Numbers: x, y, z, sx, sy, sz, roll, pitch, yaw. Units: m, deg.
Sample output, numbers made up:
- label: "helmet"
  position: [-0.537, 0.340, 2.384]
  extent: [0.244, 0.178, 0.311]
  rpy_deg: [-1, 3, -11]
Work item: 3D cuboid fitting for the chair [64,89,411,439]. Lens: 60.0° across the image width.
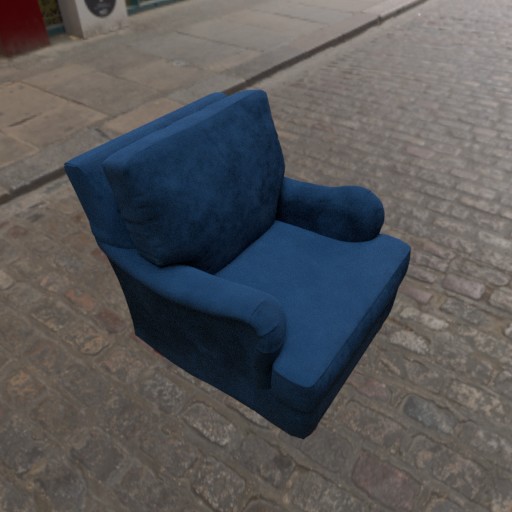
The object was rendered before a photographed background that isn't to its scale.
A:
- label: "chair"
  position: [0.000, 0.000, 1.848]
  extent: [1.078, 1.076, 0.895]
  rpy_deg: [25, 46, 26]
